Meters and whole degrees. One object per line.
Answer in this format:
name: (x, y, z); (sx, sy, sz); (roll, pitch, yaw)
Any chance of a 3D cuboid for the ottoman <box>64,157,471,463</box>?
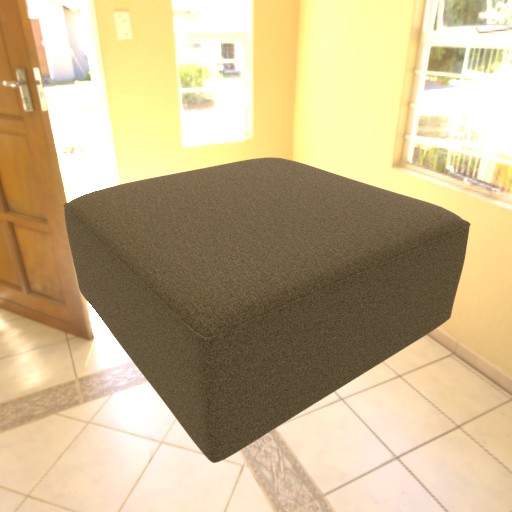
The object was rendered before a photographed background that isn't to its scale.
ottoman: (0.000, 0.000, 1.572); (1.015, 0.464, 1.005); (-19, 32, -32)
